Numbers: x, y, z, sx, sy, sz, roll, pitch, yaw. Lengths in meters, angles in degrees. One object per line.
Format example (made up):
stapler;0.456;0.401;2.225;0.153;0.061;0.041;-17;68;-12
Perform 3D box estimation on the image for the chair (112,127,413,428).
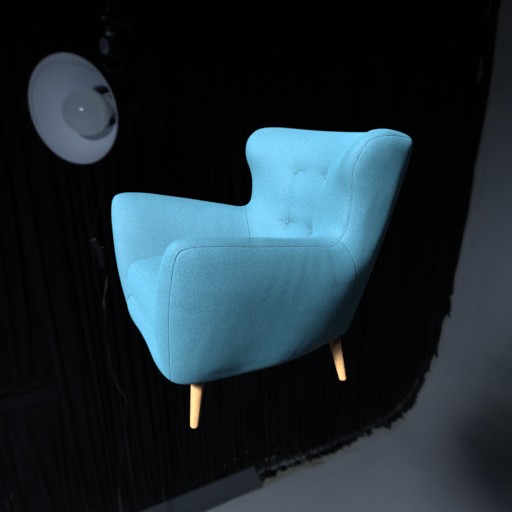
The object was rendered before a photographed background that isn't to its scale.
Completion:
chair;0.000;0.000;1.608;0.889;0.889;0.890;-8;18;-25
